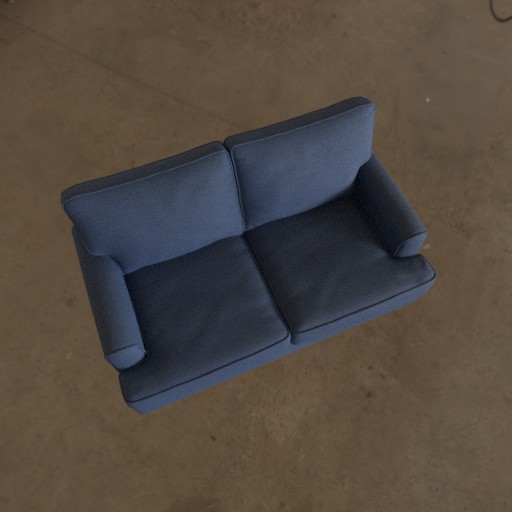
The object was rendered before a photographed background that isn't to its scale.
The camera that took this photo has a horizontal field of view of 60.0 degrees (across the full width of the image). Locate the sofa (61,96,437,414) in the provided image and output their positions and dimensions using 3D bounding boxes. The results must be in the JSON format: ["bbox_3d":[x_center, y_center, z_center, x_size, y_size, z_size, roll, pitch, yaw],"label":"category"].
[{"bbox_3d":[0.000,0.000,2.256,1.651,0.965,0.965,-20,64,-10],"label":"sofa"}]
